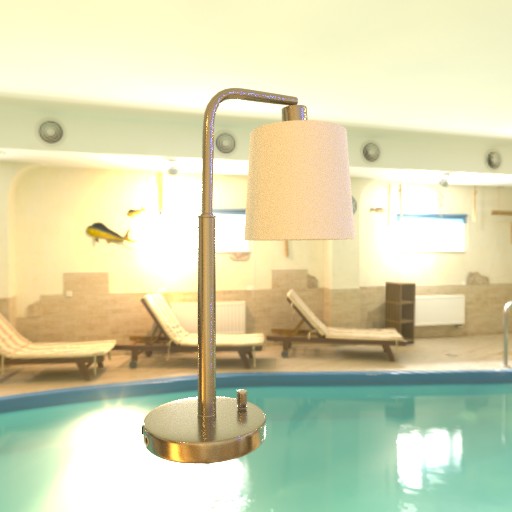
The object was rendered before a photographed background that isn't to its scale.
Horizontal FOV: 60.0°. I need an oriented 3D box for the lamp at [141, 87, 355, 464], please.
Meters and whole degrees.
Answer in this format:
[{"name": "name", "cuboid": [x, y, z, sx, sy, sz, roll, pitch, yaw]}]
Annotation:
[{"name": "lamp", "cuboid": [0.000, 0.000, 0.646, 0.333, 0.489, 0.171, -1, 1, -34]}]
